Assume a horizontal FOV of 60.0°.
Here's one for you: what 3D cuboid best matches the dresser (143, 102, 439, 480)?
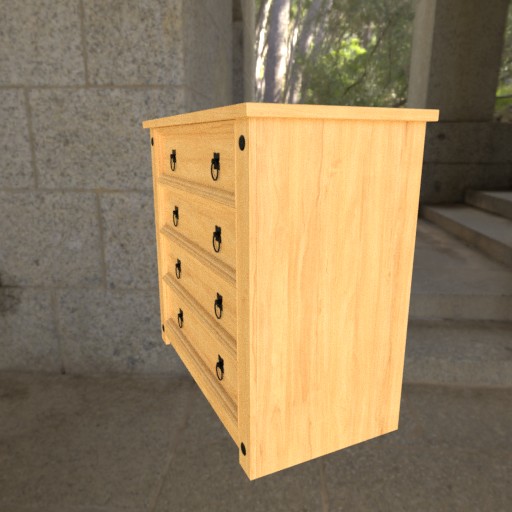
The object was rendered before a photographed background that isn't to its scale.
[{"bbox_3d":[0.000,0.000,1.217,0.410,0.730,0.800,-7,16,-24],"label":"dresser"}]
